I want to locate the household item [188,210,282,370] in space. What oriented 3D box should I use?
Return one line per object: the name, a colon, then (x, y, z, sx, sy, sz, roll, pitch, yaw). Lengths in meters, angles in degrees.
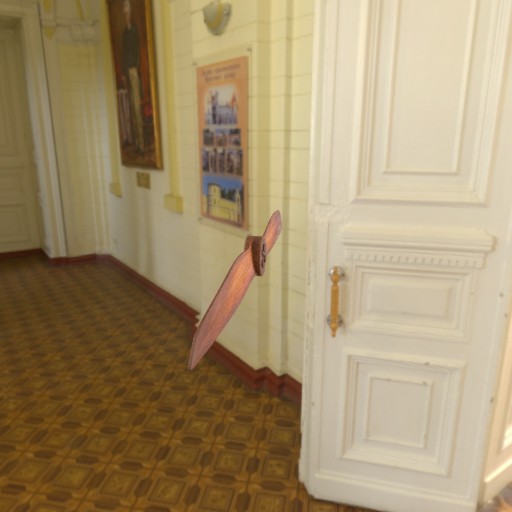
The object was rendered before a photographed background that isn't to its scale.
household item: (0.000, 0.000, 1.262, 0.051, 0.121, 1.181, 3, 16, 10)
